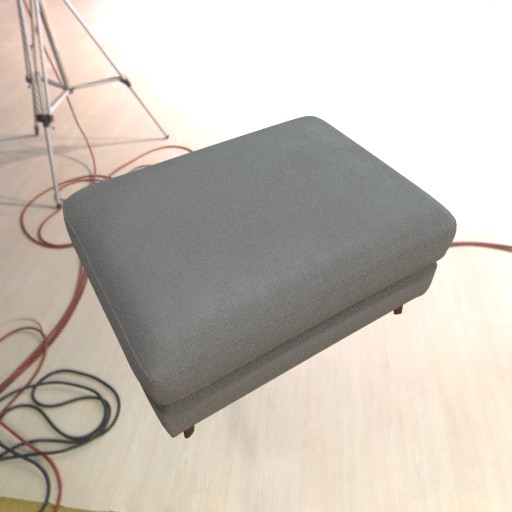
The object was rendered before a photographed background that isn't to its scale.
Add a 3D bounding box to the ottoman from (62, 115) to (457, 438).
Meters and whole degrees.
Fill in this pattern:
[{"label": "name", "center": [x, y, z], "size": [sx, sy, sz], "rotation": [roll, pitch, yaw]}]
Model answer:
[{"label": "ottoman", "center": [0.000, 0.000, 1.176], "size": [0.811, 0.449, 0.608], "rotation": [-24, 51, -21]}]
